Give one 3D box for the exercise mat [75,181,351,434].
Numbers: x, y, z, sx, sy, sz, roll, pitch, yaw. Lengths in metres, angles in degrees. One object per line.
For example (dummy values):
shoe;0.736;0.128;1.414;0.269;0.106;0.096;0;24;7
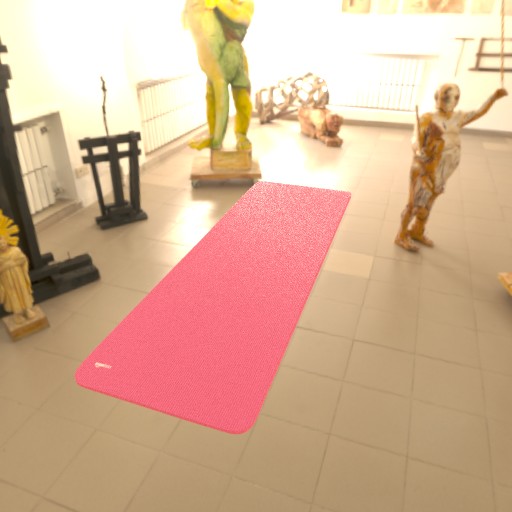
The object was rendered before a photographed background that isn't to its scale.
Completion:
exercise mat;0.000;0.000;2.080;0.616;0.021;1.884;10;32;17
